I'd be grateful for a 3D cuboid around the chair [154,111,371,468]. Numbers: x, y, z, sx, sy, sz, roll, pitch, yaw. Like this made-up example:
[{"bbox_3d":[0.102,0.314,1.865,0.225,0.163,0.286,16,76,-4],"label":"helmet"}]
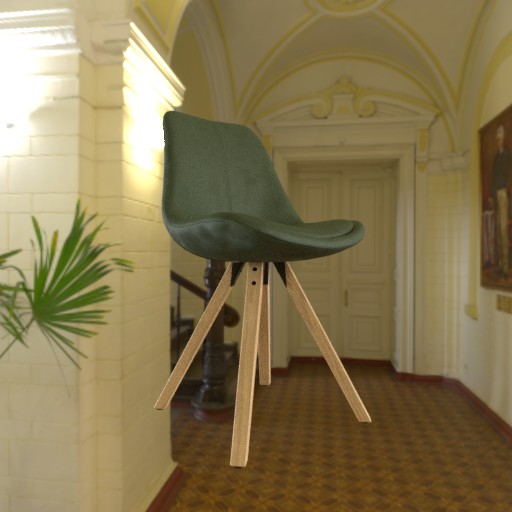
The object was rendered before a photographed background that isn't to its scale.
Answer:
[{"bbox_3d":[0.000,0.000,1.204,0.483,0.865,0.547,0,1,-37],"label":"chair"}]
